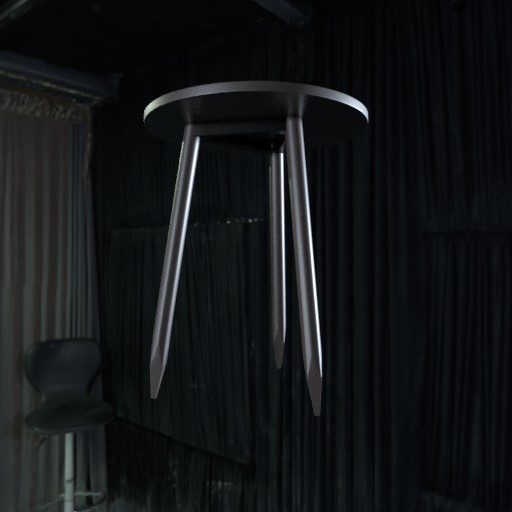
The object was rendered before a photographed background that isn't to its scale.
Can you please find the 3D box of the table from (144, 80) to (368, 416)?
[{"bbox_3d":[0.000,0.000,0.938,0.457,0.585,0.457,0,1,0],"label":"table"}]
